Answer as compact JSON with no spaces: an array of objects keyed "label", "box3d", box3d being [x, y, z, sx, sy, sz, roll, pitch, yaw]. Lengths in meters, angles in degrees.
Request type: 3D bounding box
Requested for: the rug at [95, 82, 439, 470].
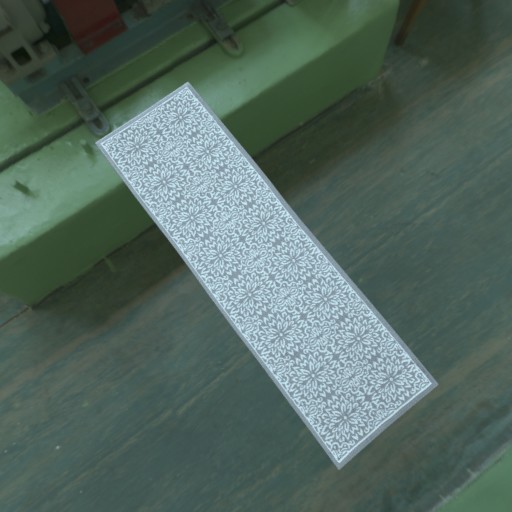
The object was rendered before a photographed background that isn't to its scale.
[{"label":"rug","box3d":[0.000,0.000,2.403,0.662,0.011,2.196,-37,79,-8]}]
